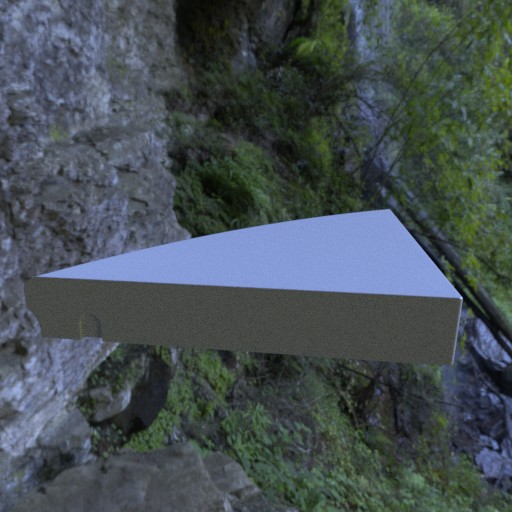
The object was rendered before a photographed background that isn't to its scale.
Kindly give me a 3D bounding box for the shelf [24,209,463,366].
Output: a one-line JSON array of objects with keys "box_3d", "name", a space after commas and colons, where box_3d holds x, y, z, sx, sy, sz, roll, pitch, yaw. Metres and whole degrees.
[{"box_3d": [0.000, 0.000, 0.458, 0.310, 0.050, 0.310, 2, 17, 7], "name": "shelf"}]
